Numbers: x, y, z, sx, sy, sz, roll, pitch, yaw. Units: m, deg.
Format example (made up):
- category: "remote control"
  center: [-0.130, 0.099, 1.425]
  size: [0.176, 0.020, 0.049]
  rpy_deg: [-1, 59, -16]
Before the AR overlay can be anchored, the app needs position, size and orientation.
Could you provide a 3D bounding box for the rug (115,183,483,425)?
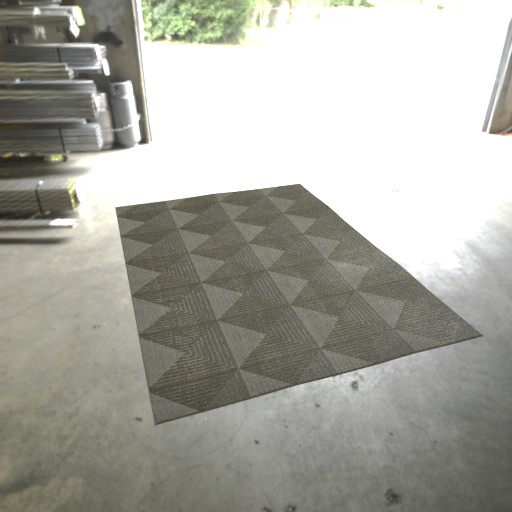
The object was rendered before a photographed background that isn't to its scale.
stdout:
- category: "rug"
  center: [0.000, 0.000, 4.314]
  size: [2.428, 0.027, 3.333]
  rpy_deg: [-10, 32, -17]
